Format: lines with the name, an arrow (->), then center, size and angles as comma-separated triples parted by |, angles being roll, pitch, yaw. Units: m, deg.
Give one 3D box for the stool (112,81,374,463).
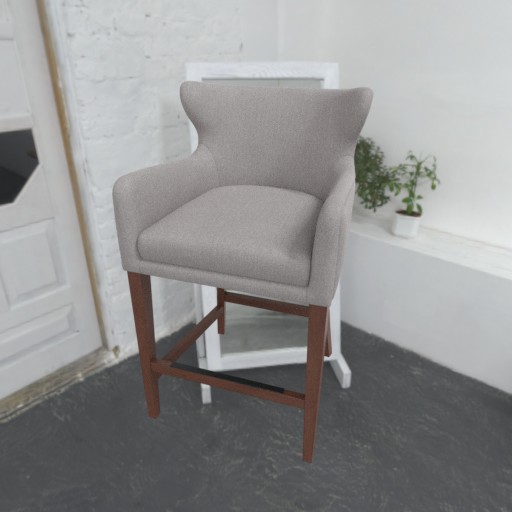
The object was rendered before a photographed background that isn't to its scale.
stool -> 0.000, 0.000, 1.344 | 0.575, 0.951, 0.575 | 9, 28, 17
